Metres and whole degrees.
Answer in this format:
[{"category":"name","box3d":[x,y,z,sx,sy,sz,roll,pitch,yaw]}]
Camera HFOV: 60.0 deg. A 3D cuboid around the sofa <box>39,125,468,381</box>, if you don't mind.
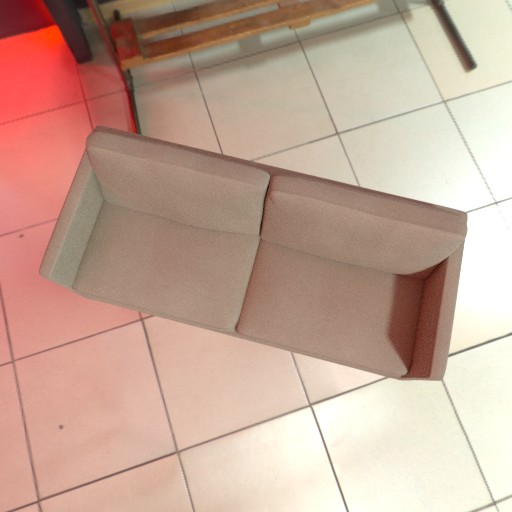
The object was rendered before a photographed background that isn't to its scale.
[{"category":"sofa","box3d":[0.000,0.000,2.615,2.181,0.932,0.948,14,76,4]}]
